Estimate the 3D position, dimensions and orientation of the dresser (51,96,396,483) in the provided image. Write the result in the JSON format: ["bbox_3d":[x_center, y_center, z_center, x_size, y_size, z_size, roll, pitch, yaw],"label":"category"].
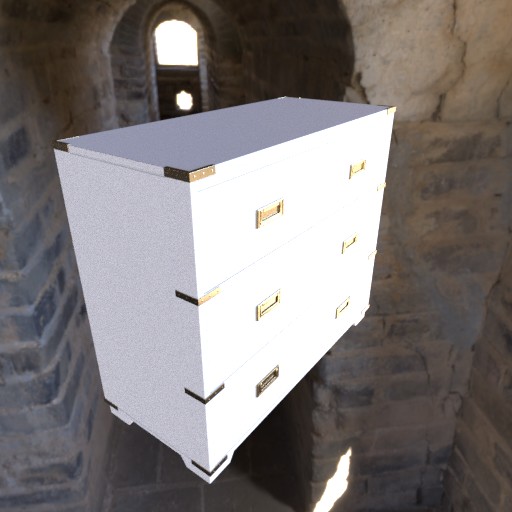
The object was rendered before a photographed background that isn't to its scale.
[{"bbox_3d":[0.000,0.000,1.500,0.460,0.891,1.022,19,32,32],"label":"dresser"}]
